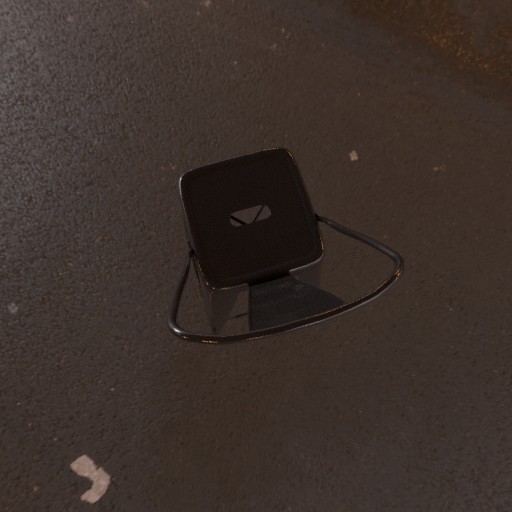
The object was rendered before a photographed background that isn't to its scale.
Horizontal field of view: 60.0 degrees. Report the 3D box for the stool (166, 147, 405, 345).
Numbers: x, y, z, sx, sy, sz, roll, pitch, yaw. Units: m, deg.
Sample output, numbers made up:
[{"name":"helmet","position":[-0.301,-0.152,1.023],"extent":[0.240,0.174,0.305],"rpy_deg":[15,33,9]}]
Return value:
[{"name":"stool","position":[0.000,0.000,1.253],"extent":[0.432,1.022,0.528],"rpy_deg":[-16,76,-4]}]
